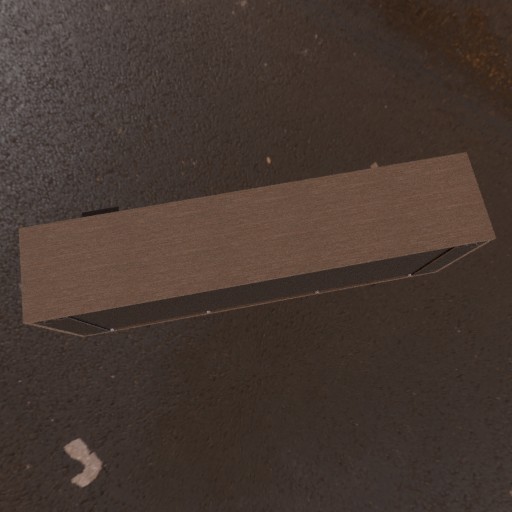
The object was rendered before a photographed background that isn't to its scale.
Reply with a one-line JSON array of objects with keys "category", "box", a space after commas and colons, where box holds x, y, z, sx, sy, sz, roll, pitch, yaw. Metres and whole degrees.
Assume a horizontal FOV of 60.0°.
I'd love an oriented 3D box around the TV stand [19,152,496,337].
[{"category": "TV stand", "box": [0.000, 0.000, 2.093, 1.804, 0.787, 0.405, -10, 75, -3]}]
